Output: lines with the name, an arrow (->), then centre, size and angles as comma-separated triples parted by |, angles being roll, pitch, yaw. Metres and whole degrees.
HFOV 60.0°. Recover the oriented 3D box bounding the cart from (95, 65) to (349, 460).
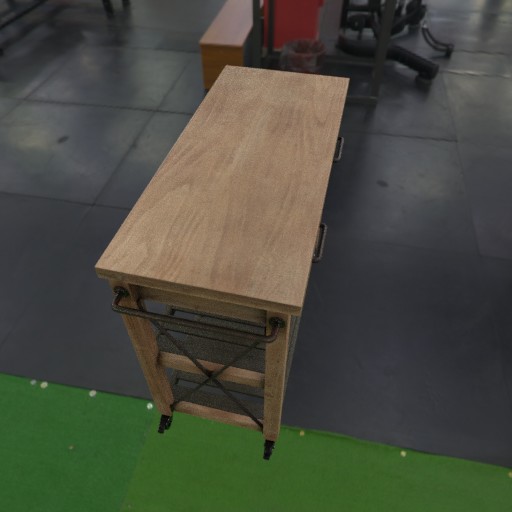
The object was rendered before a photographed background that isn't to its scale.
cart -> 0.000, 0.000, 0.995 | 0.298, 0.554, 0.686 | 10, 48, 9
